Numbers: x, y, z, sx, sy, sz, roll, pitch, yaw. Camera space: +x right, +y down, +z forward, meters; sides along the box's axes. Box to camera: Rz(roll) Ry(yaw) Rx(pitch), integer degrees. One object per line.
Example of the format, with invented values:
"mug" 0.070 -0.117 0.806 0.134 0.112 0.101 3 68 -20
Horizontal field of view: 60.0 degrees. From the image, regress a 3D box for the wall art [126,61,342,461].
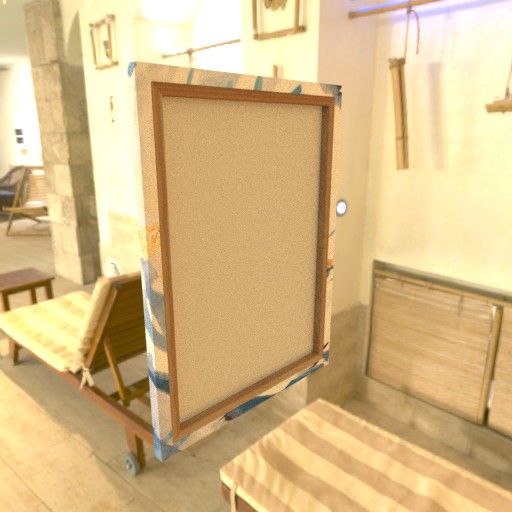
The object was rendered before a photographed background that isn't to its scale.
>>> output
"wall art" 0.000 0.000 1.343 0.761 1.015 0.038 -15 22 -43
